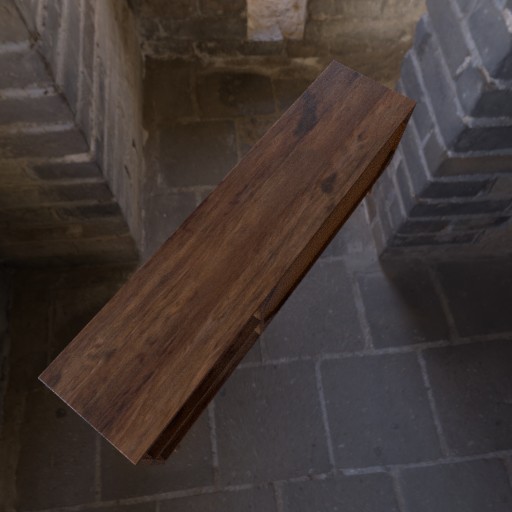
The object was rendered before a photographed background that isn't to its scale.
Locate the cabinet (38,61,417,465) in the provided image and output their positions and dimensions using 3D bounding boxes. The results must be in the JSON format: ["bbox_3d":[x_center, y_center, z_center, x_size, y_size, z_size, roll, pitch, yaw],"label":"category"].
[{"bbox_3d":[0.000,0.000,1.604,0.349,0.528,1.448,34,69,15],"label":"cabinet"}]
